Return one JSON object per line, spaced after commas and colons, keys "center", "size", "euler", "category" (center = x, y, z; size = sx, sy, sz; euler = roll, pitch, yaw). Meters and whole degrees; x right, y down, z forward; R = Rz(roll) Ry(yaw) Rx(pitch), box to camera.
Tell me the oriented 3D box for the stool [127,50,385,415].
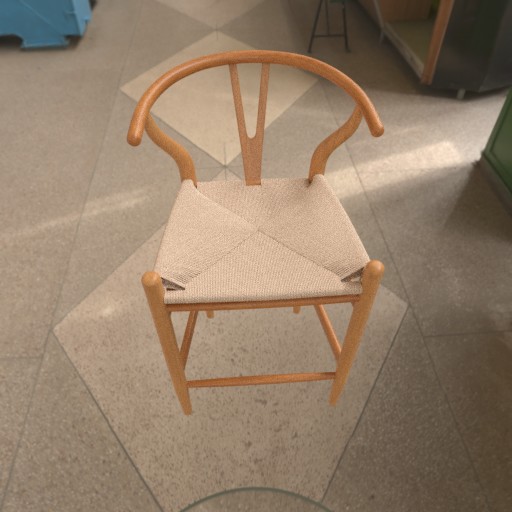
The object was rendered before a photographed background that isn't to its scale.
{"center": [0.000, 0.000, 1.314], "size": [0.569, 0.970, 0.579], "euler": [-3, 47, -3], "category": "stool"}
